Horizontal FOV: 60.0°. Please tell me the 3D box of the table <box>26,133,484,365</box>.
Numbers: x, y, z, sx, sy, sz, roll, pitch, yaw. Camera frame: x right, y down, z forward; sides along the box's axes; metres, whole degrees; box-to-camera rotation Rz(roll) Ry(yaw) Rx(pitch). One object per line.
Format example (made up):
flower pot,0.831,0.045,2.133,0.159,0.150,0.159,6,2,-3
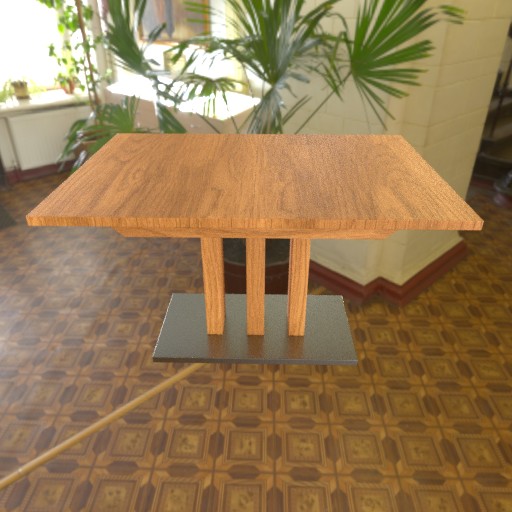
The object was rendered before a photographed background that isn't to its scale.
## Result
table,0.000,0.000,1.839,1.300,0.770,0.900,1,30,1
